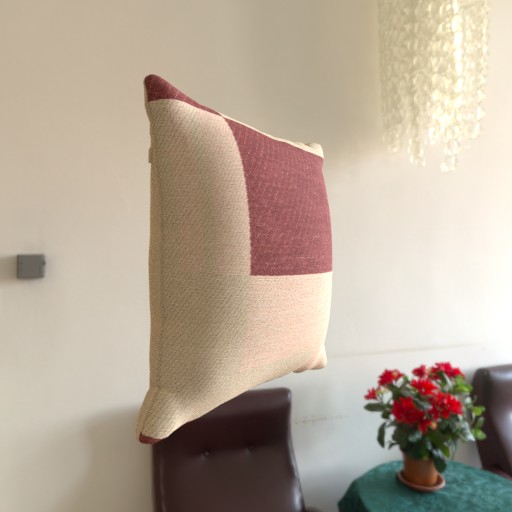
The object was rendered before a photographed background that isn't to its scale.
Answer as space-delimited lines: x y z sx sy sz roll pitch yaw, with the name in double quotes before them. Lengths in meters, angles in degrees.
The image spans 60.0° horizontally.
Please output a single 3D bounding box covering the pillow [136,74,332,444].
"pillow" 0.000 0.000 0.801 0.229 0.506 0.536 0 -1 35
